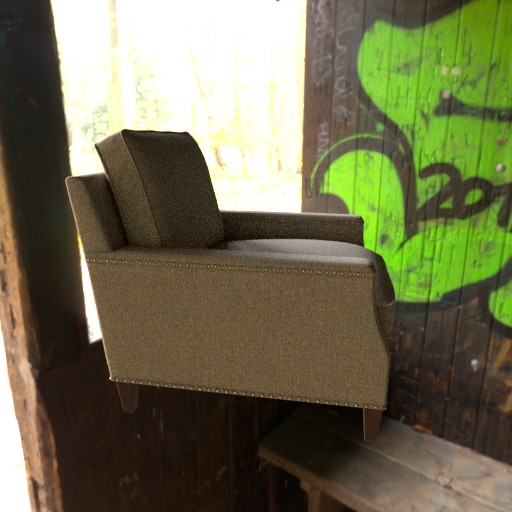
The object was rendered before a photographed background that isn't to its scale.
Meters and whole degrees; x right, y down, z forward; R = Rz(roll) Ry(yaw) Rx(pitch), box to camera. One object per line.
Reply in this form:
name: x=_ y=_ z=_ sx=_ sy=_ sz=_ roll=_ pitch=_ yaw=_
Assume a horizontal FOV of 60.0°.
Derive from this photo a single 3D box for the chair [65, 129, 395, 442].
chair: x=0.000 y=0.000 z=1.721 sx=1.014 sy=0.943 sz=0.853 roll=3 pitch=15 yaw=10
